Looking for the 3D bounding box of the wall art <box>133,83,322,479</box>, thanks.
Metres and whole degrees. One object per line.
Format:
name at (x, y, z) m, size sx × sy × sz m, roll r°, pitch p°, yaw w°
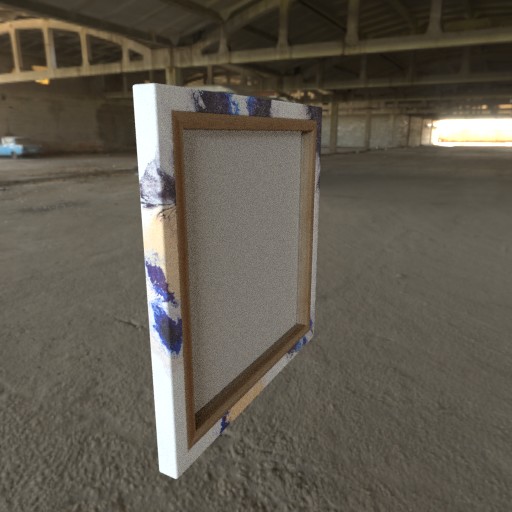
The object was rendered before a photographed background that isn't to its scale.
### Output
wall art at (0.000, 0.000, 0.910) m, size 0.039 × 0.609 × 0.609 m, roll 8°, pitch 17°, yaw 28°
